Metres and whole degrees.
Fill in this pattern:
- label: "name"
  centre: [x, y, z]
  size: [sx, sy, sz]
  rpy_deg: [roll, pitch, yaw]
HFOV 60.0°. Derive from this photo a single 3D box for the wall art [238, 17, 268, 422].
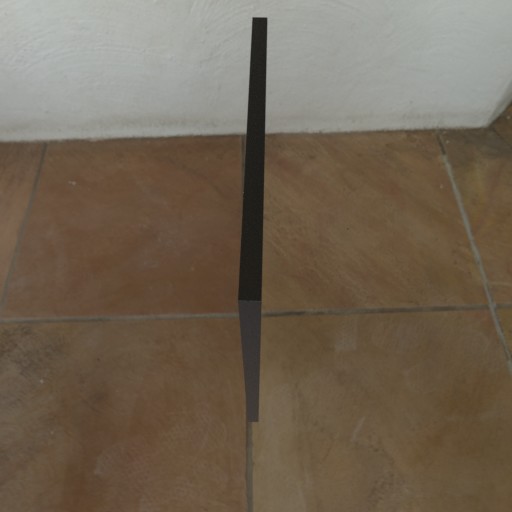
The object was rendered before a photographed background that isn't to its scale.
- label: "wall art"
  centre: [0.000, 0.000, 1.395]
  size: [0.039, 1.061, 0.804]
  rpy_deg: [1, 59, 1]
